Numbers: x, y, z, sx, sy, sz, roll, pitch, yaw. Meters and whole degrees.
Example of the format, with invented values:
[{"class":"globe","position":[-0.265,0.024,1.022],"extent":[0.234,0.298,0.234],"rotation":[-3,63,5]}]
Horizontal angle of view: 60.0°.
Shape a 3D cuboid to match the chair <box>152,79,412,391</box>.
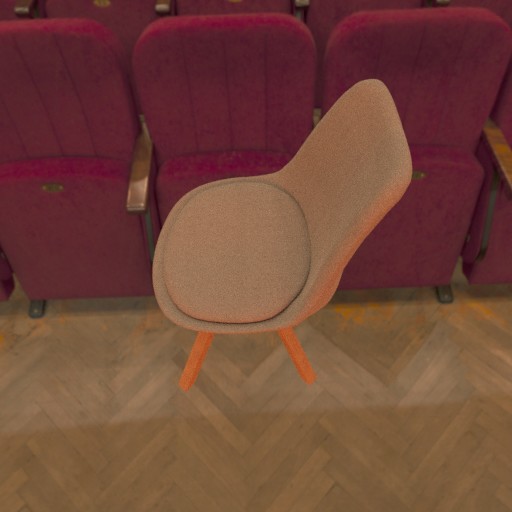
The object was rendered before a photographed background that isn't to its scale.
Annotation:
[{"class":"chair","position":[0.000,0.000,1.168],"extent":[0.549,0.863,0.474],"rotation":[-2,57,-1]}]
